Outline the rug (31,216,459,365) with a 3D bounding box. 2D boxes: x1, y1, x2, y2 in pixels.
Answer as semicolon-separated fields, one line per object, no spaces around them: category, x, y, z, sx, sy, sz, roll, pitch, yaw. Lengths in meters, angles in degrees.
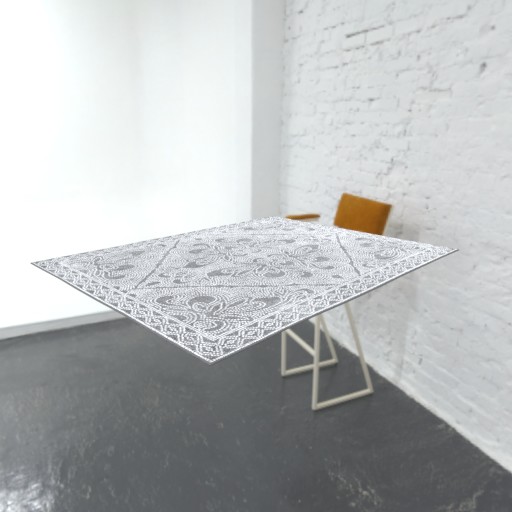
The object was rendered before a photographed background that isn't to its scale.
rug;0.000;0.000;3.982;3.048;0.012;2.438;-15;22;-42
